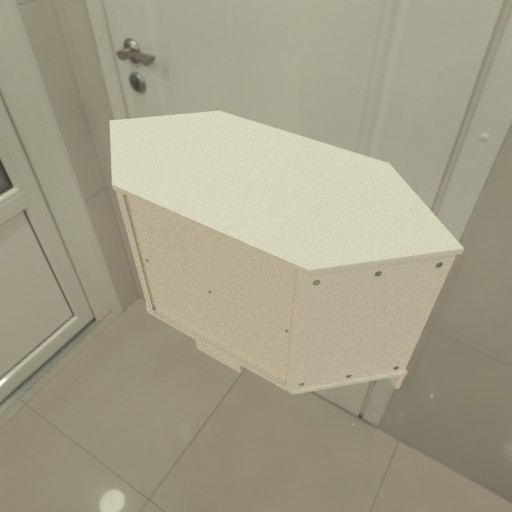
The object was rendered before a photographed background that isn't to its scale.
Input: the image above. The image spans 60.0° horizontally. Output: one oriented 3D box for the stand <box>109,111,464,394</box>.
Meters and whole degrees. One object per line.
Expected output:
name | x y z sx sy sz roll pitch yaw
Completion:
stand | 0.000 0.000 1.383 1.072 0.614 0.477 24 50 22
